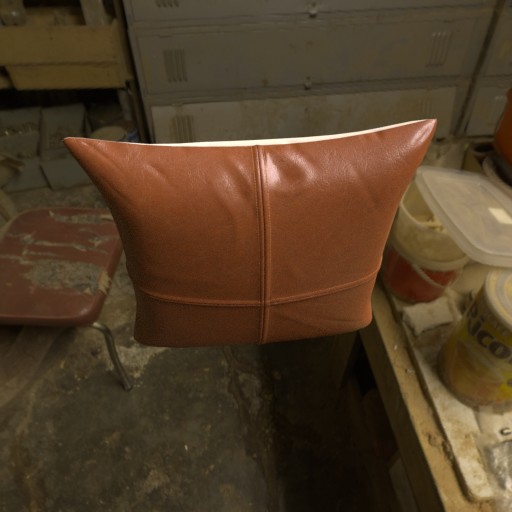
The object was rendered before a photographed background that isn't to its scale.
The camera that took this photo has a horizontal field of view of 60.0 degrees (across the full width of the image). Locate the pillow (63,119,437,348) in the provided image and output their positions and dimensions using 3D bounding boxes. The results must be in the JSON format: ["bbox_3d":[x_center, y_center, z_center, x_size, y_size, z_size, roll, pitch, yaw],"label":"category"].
[{"bbox_3d":[0.000,0.000,0.754,0.501,0.477,0.192,-4,47,-4],"label":"pillow"}]
